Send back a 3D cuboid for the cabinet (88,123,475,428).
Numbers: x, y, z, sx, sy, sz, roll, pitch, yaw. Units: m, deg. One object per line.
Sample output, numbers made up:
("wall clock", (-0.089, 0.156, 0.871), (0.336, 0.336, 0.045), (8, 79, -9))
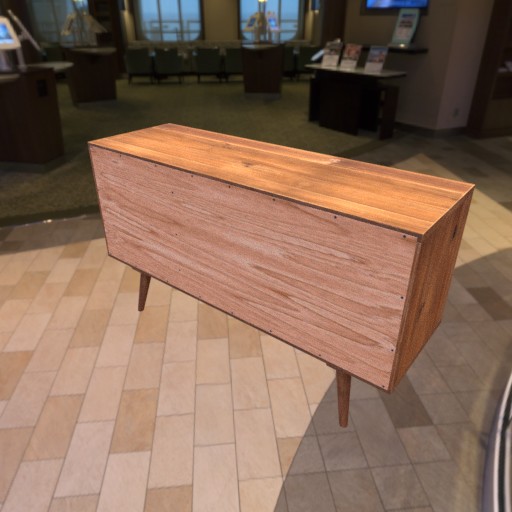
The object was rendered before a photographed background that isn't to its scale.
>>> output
("cabinet", (0.000, 0.000, 1.802), (1.400, 0.800, 0.472), (21, 35, 33))
